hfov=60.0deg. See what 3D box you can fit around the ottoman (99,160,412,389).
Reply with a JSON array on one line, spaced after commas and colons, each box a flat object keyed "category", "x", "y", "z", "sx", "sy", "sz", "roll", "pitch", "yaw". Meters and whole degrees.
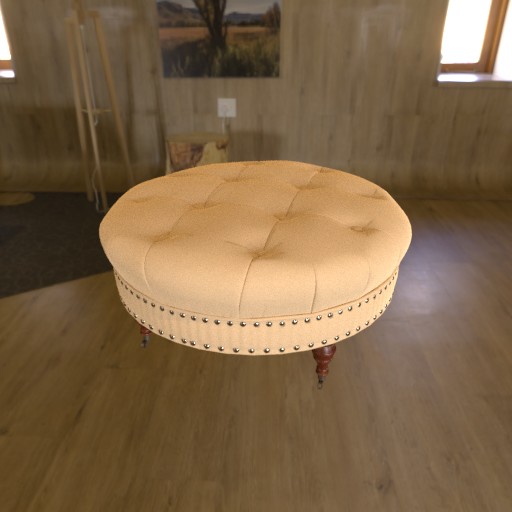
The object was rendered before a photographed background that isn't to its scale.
[{"category": "ottoman", "x": 0.000, "y": 0.000, "z": 1.390, "sx": 0.901, "sy": 0.439, "sz": 0.901, "roll": 0, "pitch": 27, "yaw": 0}]
